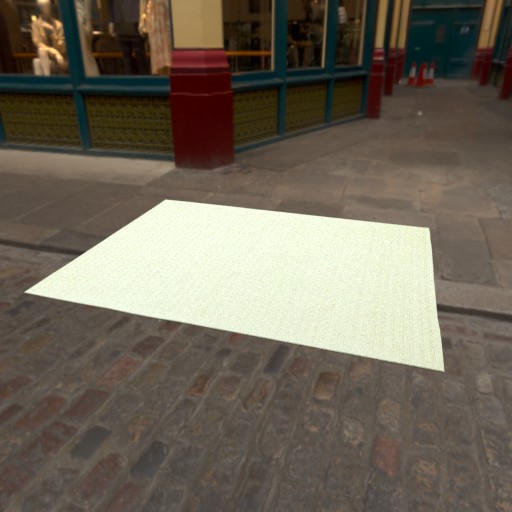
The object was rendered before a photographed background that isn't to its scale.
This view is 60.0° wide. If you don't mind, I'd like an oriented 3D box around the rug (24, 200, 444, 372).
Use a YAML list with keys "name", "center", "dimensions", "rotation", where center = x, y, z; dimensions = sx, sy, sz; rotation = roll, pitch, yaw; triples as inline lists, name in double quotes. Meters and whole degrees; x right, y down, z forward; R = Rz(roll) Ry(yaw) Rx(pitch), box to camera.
- name: "rug"
  center: [0.000, 0.000, 4.213]
  dimensions: [3.204, 0.016, 2.452]
  rotation: [8, 27, 16]
